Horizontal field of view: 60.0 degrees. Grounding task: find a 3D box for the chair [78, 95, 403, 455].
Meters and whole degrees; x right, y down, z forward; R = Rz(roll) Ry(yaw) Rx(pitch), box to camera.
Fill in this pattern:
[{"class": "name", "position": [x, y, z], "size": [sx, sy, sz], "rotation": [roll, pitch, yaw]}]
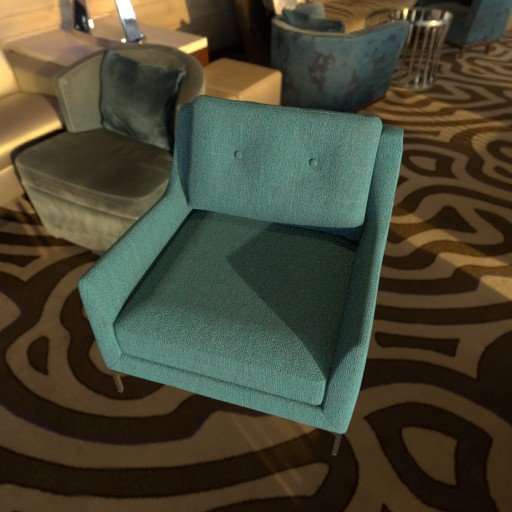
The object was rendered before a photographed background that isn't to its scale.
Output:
[{"class": "chair", "position": [0.000, 0.000, 1.538], "size": [0.847, 0.828, 0.849], "rotation": [11, 42, 13]}]
